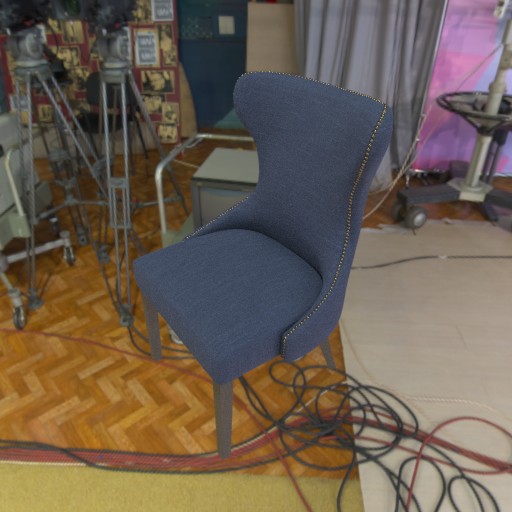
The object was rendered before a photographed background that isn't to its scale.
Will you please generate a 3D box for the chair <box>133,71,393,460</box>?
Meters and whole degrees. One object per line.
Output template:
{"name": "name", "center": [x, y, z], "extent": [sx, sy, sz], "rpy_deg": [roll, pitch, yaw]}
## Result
{"name": "chair", "center": [0.000, 0.000, 1.390], "extent": [0.635, 0.967, 0.628], "rpy_deg": [-22, 39, -29]}
